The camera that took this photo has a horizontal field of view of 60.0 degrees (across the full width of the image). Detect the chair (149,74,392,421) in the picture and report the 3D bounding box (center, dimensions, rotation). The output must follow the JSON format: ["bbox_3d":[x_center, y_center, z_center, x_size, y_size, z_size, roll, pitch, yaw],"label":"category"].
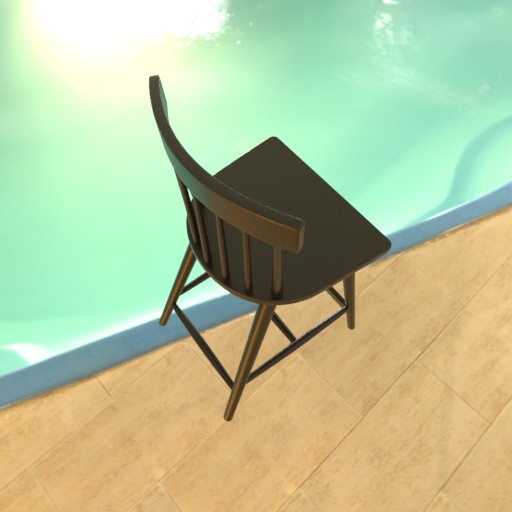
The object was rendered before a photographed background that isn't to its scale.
[{"bbox_3d":[0.000,0.000,1.226,0.572,0.952,0.483,-33,64,-18],"label":"chair"}]
